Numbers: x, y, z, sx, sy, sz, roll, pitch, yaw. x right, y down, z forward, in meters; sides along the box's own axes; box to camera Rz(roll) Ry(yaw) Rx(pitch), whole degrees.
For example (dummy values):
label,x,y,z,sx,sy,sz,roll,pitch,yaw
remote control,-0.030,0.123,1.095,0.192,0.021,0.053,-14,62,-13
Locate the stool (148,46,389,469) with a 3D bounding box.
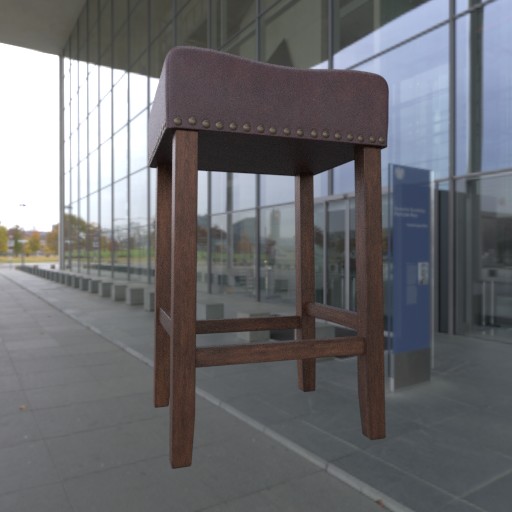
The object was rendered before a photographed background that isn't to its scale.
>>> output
label,x,y,z,sx,sy,sz,roll,pitch,yaw
stool,0.000,0.000,1.042,0.465,0.769,0.401,0,0,-18
